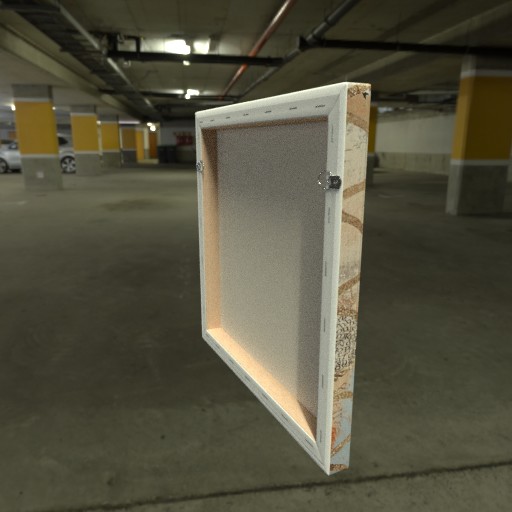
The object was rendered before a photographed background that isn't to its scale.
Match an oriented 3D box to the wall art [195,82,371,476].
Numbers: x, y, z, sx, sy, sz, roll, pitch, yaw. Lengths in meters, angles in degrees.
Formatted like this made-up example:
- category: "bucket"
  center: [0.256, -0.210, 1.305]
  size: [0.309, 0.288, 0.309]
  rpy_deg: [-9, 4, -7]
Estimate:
- category: "wall art"
  center: [0.000, 0.000, 0.770]
  size: [0.038, 0.508, 0.507]
  rpy_deg: [-7, 15, -26]
